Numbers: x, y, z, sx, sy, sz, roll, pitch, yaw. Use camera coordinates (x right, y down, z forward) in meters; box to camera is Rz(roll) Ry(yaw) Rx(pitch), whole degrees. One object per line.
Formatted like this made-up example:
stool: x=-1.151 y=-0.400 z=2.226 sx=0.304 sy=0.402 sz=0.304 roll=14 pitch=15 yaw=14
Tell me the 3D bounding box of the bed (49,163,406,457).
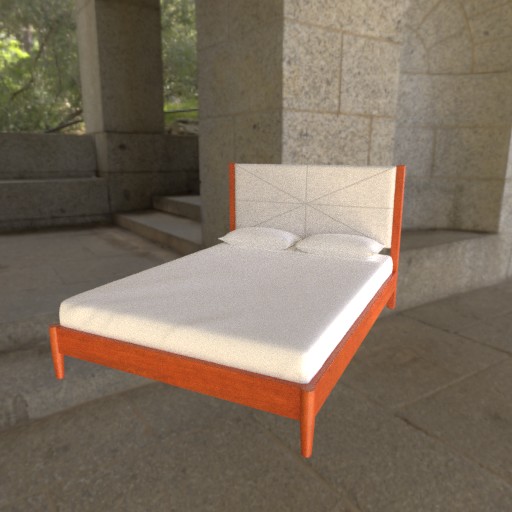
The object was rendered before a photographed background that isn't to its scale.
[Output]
bed: x=0.000 y=0.000 z=2.998 sx=1.566 sy=1.165 sz=2.117 roll=7 pitch=15 yaw=26
